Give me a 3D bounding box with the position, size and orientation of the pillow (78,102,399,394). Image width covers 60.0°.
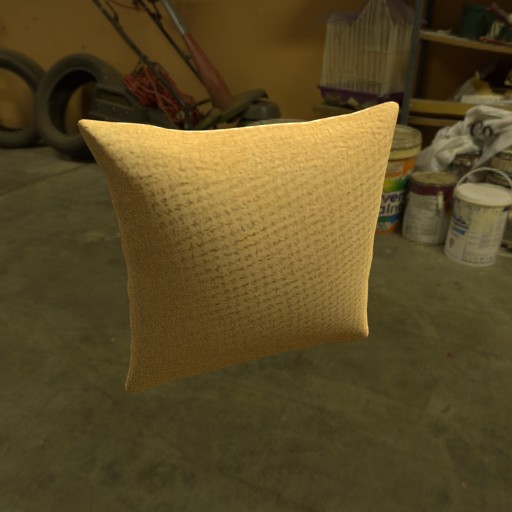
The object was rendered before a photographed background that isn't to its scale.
[{"bbox_3d":[0.000,0.000,0.640,0.419,0.407,0.173,-9,29,-16],"label":"pillow"}]
